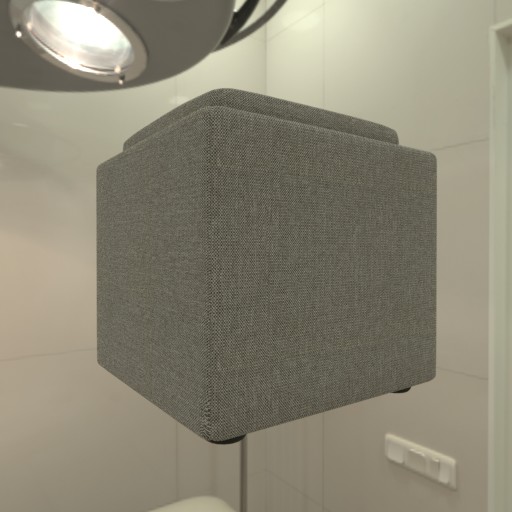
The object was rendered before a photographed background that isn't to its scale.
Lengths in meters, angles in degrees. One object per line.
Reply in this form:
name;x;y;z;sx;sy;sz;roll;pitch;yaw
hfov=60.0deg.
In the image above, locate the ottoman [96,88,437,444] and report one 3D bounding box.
ottoman;0.000;0.000;0.803;0.450;0.460;0.450;0;1;-35
